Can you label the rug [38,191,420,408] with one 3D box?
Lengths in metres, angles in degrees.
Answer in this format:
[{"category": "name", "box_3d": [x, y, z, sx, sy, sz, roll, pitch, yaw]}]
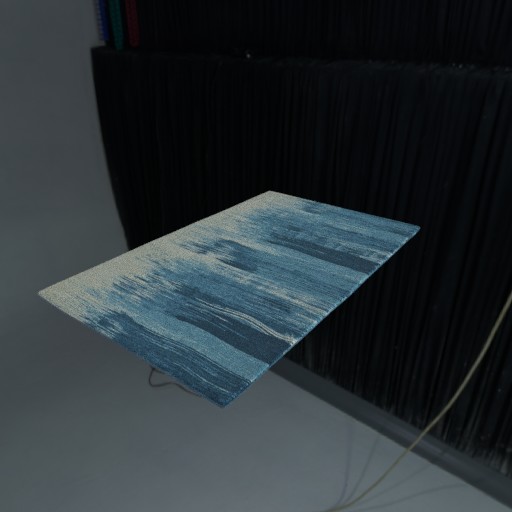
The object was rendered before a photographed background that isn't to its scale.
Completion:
[{"category": "rug", "box_3d": [0.000, 0.000, 3.155, 1.540, 0.027, 2.450, 19, 32, 33]}]
